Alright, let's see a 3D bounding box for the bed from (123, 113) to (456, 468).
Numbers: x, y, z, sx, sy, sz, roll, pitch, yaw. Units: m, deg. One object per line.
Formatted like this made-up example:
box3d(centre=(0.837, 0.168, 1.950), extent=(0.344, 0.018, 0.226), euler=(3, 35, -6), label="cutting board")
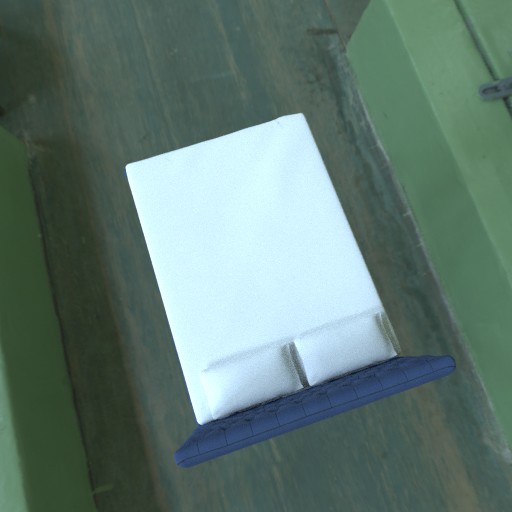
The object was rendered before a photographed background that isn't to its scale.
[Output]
box3d(centre=(0.000, 0.000, 3.441), extent=(1.706, 1.427, 2.387), euler=(-18, 77, -4), label="bed")
